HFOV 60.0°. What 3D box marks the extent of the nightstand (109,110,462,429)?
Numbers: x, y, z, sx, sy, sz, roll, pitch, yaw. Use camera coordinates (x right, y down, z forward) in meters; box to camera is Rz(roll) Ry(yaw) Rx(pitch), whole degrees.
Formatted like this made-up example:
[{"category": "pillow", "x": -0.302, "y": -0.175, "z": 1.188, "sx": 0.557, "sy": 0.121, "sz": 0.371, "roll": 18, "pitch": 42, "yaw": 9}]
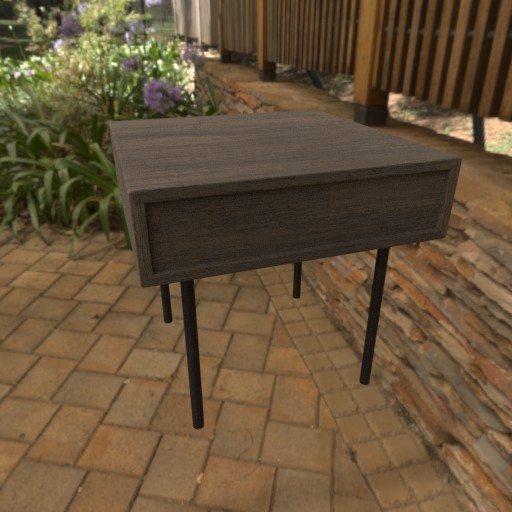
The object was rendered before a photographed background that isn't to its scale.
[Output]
[{"category": "nightstand", "x": 0.000, "y": 0.000, "z": 0.933, "sx": 0.502, "sy": 0.497, "sz": 0.503, "roll": -9, "pitch": 28, "yaw": -17}]
